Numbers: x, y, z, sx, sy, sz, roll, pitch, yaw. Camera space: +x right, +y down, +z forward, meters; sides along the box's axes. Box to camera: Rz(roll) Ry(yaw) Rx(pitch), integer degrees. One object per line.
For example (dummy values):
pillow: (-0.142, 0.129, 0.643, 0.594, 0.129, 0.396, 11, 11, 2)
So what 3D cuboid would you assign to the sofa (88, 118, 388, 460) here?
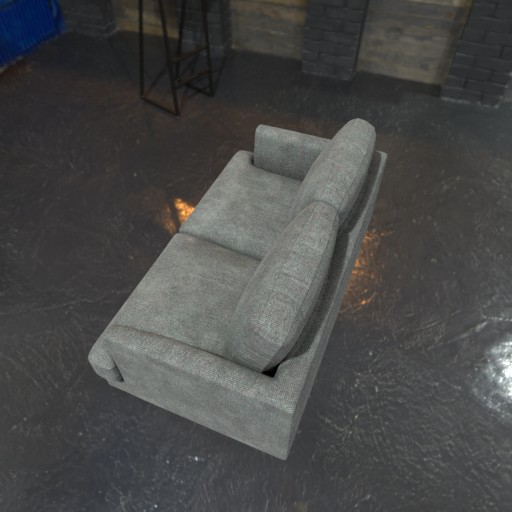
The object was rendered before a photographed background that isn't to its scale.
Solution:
sofa: (0.000, 0.000, 2.190, 0.903, 0.956, 1.582, 17, 51, 15)
